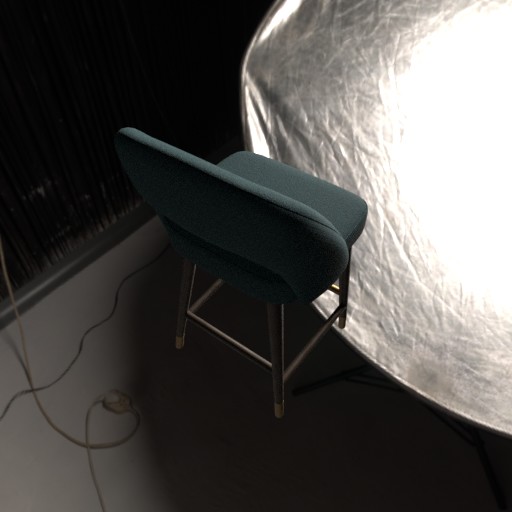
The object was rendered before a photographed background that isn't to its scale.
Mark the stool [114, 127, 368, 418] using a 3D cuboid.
[{"bbox_3d":[0.000,0.000,1.280,0.536,0.939,0.522,28,53,24],"label":"stool"}]
